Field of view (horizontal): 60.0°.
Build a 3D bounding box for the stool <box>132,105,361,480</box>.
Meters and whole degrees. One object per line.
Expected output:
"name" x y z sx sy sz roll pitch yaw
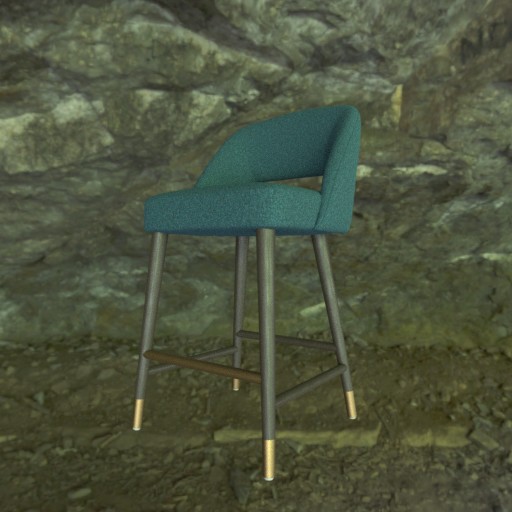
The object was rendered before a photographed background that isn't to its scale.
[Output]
"stool" 0.000 0.000 1.264 0.536 0.939 0.522 1 1 37
